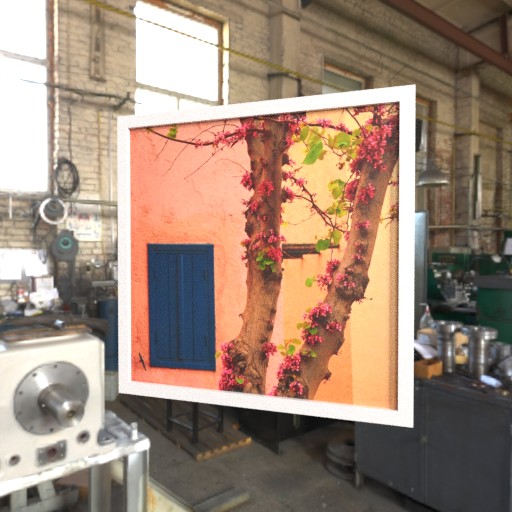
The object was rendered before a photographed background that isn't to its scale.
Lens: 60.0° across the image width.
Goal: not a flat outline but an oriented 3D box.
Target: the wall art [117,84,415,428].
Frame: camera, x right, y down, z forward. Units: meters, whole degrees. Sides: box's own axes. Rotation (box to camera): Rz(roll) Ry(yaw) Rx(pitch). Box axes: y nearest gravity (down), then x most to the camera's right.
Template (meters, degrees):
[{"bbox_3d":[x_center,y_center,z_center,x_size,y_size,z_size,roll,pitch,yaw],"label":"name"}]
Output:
[{"bbox_3d":[0.000,0.000,0.455,0.305,0.302,0.038,0,1,18],"label":"wall art"}]
